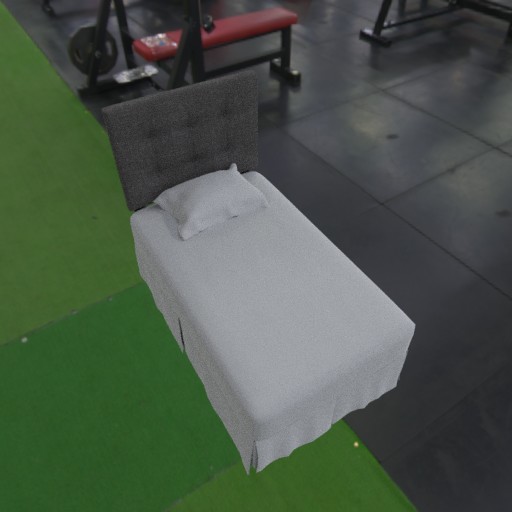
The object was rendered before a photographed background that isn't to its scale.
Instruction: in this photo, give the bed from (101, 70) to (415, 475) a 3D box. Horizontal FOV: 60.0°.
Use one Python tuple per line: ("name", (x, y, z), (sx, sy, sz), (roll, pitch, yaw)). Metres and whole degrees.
("bed", (0.000, 0.000, 2.989), (1.261, 1.571, 1.997), (-23, 50, -21))
